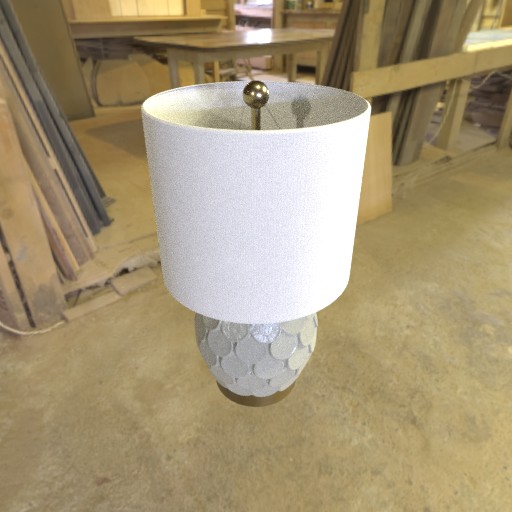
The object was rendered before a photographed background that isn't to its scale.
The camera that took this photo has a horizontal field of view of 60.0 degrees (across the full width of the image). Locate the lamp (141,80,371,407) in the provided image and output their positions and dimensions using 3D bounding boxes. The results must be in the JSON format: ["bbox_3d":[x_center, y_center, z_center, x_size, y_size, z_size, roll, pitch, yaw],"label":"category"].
[{"bbox_3d":[0.000,0.000,0.606,0.254,0.452,0.254,0,31,0],"label":"lamp"}]
